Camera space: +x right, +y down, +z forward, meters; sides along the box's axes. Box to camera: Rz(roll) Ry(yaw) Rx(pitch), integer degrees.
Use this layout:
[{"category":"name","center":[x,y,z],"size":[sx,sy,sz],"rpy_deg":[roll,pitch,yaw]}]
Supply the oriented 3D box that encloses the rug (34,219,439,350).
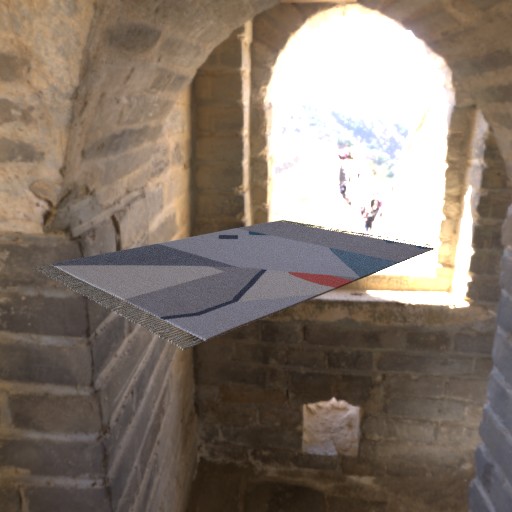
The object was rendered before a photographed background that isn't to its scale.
[{"category":"rug","center":[0.000,0.000,2.345],"size":[1.220,0.005,1.828],"rpy_deg":[14,21,43]}]
